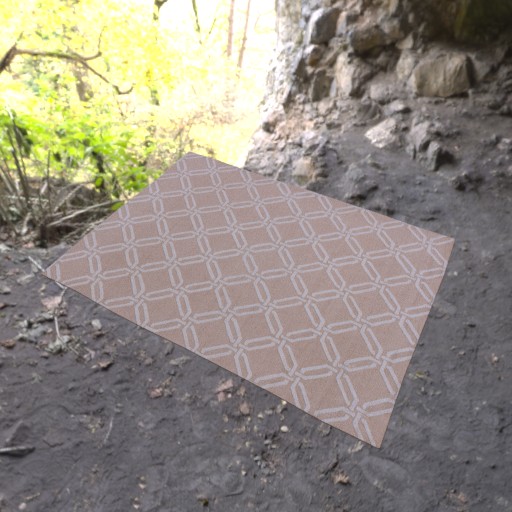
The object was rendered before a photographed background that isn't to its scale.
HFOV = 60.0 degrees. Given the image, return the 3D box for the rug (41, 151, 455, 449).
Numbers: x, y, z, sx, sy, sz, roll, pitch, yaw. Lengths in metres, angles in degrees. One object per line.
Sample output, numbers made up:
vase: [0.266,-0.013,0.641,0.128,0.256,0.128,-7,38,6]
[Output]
rug: [0.000,0.000,4.384,3.365,0.020,2.452,22,50,20]
